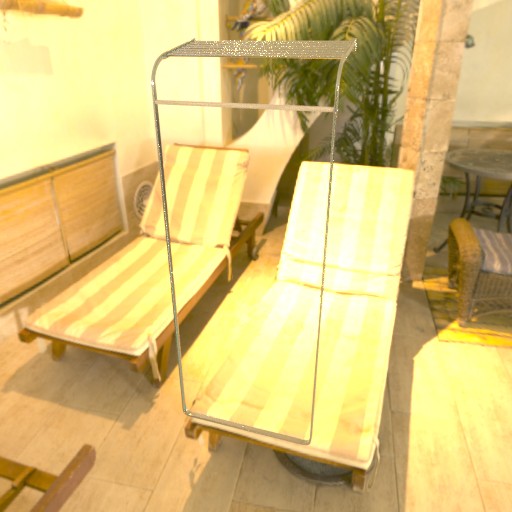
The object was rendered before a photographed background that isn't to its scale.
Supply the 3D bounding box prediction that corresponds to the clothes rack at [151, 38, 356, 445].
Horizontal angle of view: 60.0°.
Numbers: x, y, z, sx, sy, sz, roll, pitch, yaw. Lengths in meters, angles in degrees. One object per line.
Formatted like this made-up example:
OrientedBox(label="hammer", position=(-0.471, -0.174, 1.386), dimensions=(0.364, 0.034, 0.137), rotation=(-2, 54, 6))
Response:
OrientedBox(label="clothes rack", position=(0.000, 0.000, 1.784), dimensions=(0.609, 1.574, 0.349), rotation=(8, 27, 16))
